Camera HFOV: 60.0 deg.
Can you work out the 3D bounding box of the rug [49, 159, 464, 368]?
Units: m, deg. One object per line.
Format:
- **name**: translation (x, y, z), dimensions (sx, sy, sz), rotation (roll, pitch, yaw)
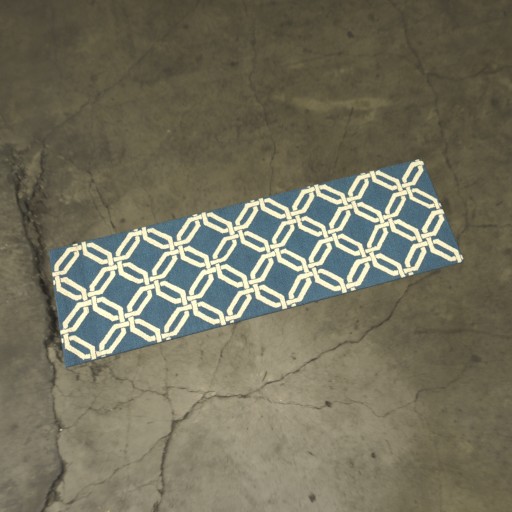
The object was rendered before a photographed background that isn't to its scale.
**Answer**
- **rug**: translation (0.000, 0.000, 2.529), dimensions (2.276, 0.014, 0.678), rotation (-14, 74, -4)
